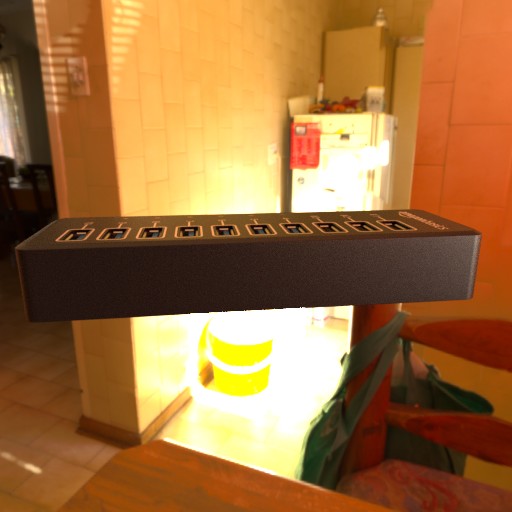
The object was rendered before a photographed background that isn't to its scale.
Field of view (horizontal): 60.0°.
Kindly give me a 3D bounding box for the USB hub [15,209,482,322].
[{"bbox_3d":[0.000,0.000,0.157,0.145,0.023,0.044,-2,16,-7],"label":"USB hub"}]
